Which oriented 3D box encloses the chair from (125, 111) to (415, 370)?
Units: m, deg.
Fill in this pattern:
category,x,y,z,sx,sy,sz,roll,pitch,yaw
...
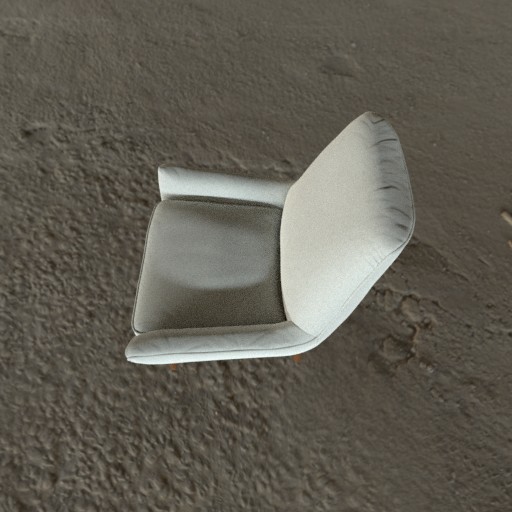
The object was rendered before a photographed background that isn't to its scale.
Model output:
category,x,y,z,sx,sy,sz,roll,pitch,yaw
chair,0.000,0.000,1.554,0.822,0.888,0.787,1,58,1
